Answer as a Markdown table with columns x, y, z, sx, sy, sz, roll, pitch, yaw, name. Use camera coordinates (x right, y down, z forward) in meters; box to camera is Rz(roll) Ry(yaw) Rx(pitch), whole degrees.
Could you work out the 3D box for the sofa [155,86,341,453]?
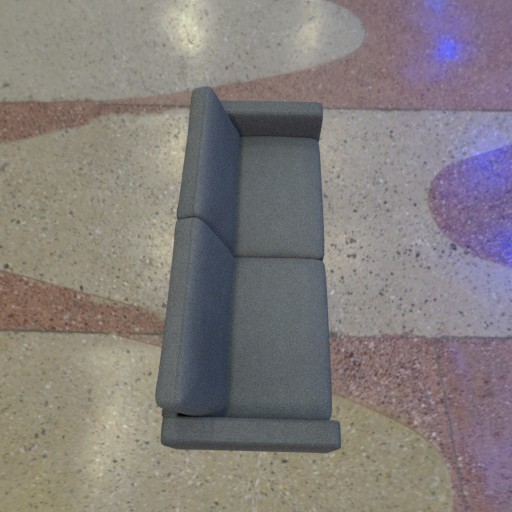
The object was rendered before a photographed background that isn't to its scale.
| x | y | z | sx | sy | sz | roll | pitch | yaw | name |
| --- | --- | --- | --- | --- | --- | --- | --- | --- | --- |
| 0.000 | 0.000 | 2.399 | 0.774 | 0.828 | 1.925 | 1 | 64 | 1 | sofa |
